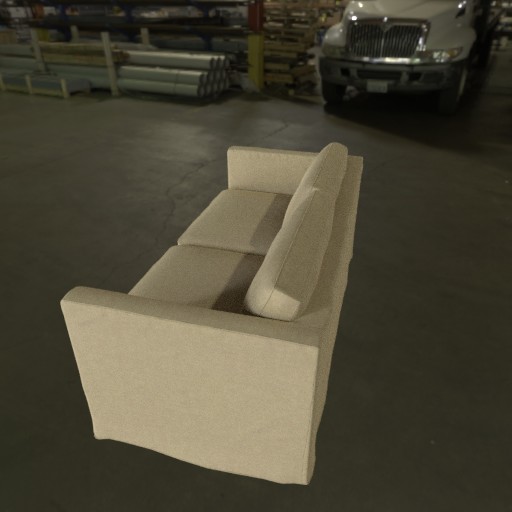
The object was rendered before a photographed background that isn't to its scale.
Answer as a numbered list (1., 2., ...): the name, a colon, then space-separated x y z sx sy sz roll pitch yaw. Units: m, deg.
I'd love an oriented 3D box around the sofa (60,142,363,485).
1. sofa: 0.000 0.000 2.382 0.962 0.835 1.959 8 31 13
